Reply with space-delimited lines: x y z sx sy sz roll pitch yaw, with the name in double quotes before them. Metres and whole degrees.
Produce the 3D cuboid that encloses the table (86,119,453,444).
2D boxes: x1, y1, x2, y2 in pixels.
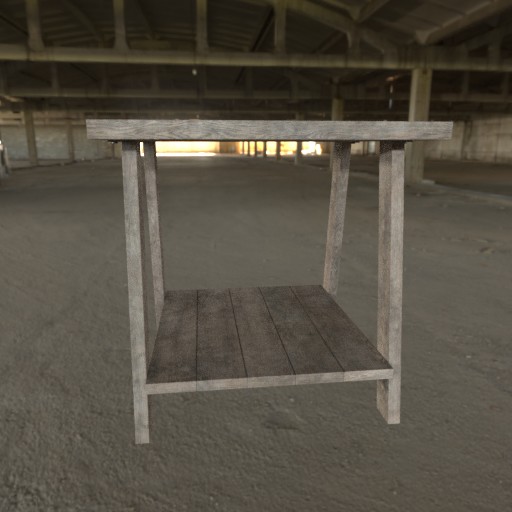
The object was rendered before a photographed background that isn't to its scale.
"table" 0.000 0.000 1.094 0.610 0.610 0.610 -2 14 -7
